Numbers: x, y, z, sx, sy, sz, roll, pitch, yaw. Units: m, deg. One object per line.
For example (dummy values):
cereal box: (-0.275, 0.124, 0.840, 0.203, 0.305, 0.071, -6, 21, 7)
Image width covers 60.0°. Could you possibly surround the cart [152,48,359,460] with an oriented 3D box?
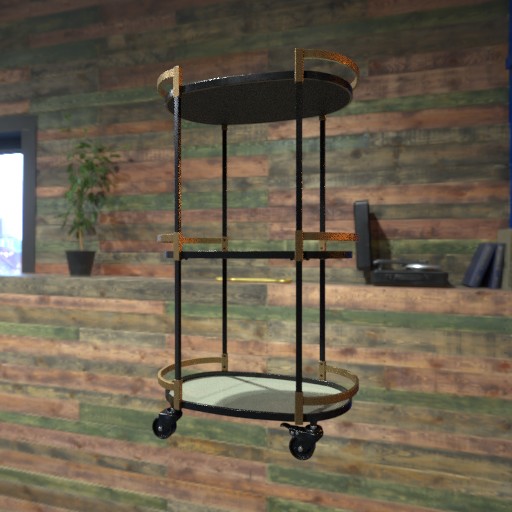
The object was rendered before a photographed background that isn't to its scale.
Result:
cart: (0.000, 0.000, 1.132, 0.515, 0.885, 0.311, 0, 0, 19)
